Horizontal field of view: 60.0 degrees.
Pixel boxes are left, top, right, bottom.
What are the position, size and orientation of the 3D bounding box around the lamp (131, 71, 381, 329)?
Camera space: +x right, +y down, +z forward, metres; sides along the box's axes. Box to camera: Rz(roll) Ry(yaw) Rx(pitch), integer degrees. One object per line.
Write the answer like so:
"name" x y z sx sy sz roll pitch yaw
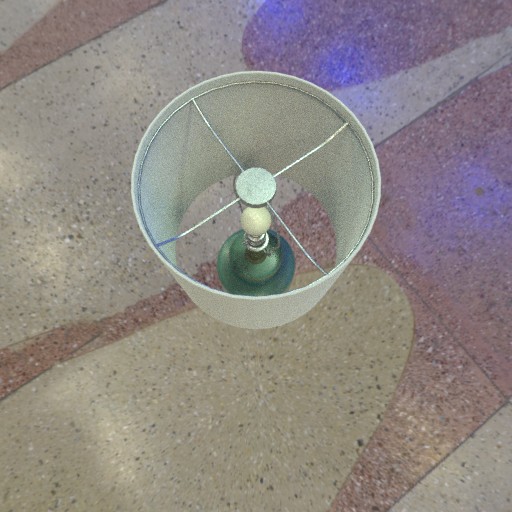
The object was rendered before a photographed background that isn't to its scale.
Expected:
"lamp" 0.000 0.000 0.612 0.212 0.493 0.212 -34 77 -9
